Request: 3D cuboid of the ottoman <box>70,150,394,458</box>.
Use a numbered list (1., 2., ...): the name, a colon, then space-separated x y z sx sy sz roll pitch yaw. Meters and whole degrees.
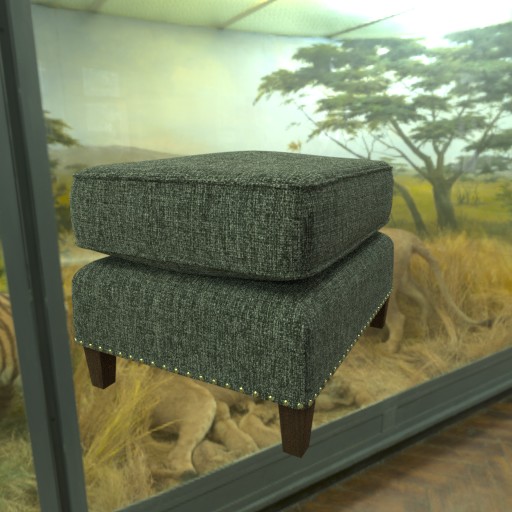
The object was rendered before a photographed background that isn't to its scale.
1. ottoman: 0.000 0.000 1.158 0.589 0.537 0.738 8 16 27
